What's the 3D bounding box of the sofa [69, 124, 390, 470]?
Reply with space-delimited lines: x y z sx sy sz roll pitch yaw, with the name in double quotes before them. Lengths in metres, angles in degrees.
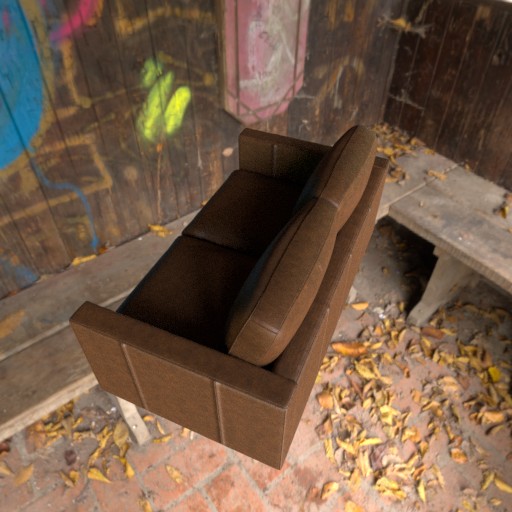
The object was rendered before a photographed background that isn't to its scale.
"sofa" 0.000 0.000 2.176 0.909 0.951 1.578 17 47 17
